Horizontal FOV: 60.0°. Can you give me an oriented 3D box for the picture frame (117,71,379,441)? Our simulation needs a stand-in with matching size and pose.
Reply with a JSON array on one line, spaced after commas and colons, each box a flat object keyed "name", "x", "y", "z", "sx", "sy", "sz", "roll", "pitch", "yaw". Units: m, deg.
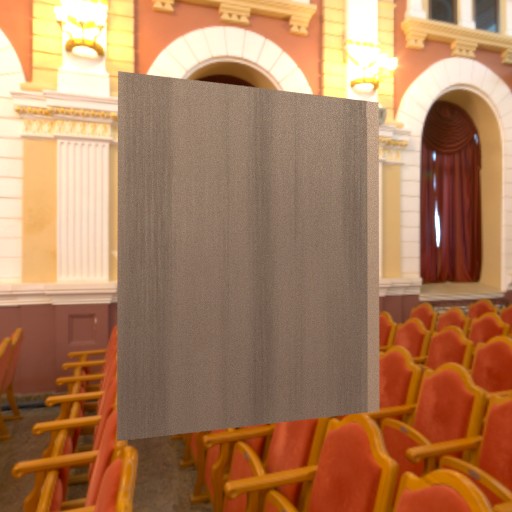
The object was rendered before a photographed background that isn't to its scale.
[{"name": "picture frame", "x": 0.000, "y": 0.000, "z": 0.753, "sx": 0.449, "sy": 0.555, "sz": 0.046, "roll": 0, "pitch": 0, "yaw": -17}]
